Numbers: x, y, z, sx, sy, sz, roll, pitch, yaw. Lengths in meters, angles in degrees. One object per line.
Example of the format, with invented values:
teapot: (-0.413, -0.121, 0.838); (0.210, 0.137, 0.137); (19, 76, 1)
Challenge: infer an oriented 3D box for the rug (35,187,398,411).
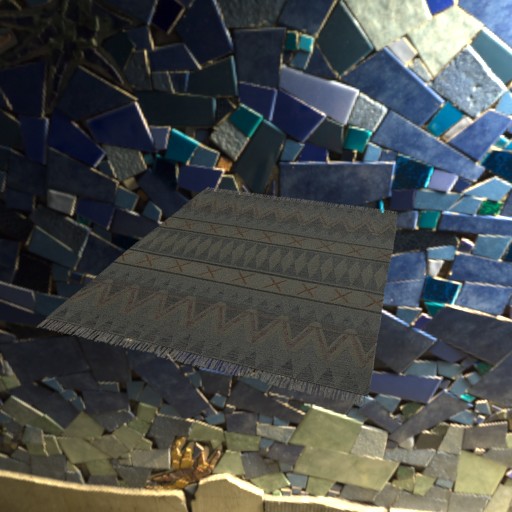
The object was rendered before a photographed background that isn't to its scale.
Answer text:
rug: (0.000, 0.000, 4.082); (2.371, 0.012, 3.000); (10, 31, 16)
